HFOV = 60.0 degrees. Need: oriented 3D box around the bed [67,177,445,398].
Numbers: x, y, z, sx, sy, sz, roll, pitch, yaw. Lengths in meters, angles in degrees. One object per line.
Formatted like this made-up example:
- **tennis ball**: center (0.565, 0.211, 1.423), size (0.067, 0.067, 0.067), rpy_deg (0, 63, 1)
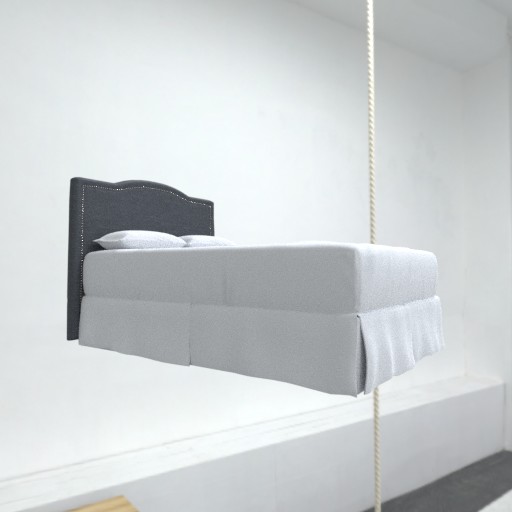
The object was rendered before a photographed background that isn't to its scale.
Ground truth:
- **bed**: center (0.000, 0.000, 3.529), size (2.507, 1.441, 1.747), rpy_deg (-1, -1, 36)
